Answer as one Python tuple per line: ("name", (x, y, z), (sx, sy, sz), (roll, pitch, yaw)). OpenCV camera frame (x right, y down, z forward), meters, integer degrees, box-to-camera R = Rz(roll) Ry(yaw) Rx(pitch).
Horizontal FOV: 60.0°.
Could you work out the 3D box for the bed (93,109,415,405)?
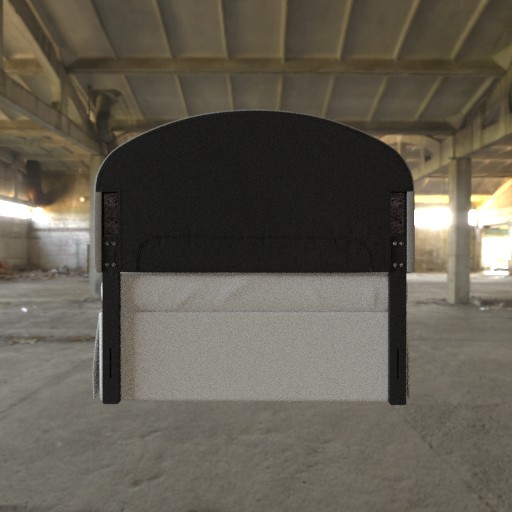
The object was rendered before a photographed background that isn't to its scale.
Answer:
("bed", (0.000, 0.000, 3.098), (1.607, 1.410, 2.005), (0, 0, 1))
